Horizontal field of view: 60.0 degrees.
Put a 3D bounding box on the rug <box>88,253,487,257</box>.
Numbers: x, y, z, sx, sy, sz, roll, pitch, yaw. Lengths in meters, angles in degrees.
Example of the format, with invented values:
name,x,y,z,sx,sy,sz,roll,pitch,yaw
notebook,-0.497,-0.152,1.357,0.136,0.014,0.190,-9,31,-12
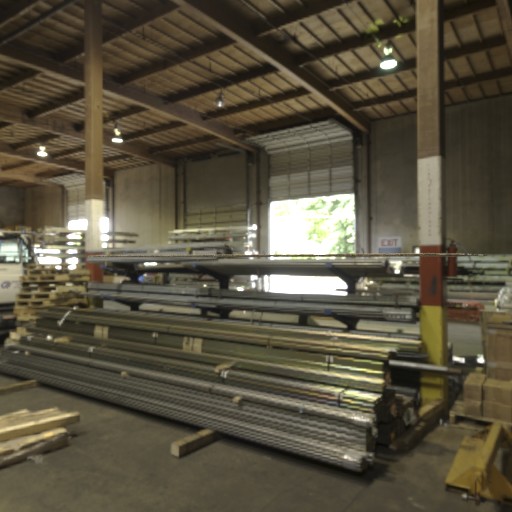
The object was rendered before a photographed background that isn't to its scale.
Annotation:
name,x,y,z,sx,sy,sz,roll,pitch,yaw
rug,0.000,0.000,2.944,2.664,0.011,0.762,0,0,35
